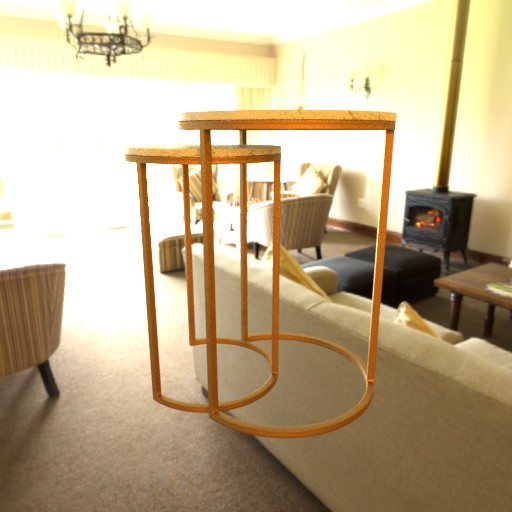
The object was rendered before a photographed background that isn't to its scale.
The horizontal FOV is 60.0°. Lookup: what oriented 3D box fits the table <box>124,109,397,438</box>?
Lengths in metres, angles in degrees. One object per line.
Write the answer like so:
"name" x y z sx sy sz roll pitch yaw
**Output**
"table" 0.000 0.000 0.905 0.507 0.550 0.400 2 16 9
